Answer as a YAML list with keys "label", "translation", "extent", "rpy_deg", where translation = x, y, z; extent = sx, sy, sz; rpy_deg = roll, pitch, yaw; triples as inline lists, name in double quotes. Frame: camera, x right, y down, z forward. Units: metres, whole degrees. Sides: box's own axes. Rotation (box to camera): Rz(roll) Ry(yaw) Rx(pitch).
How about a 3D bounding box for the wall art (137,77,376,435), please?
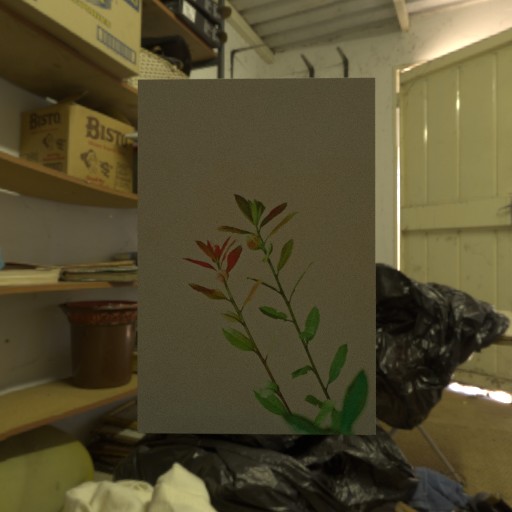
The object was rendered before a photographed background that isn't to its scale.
- label: "wall art"
  translation: [0.000, 0.000, 1.159]
  extent: [0.612, 0.915, 0.039]
  rpy_deg: [0, 0, 1]
